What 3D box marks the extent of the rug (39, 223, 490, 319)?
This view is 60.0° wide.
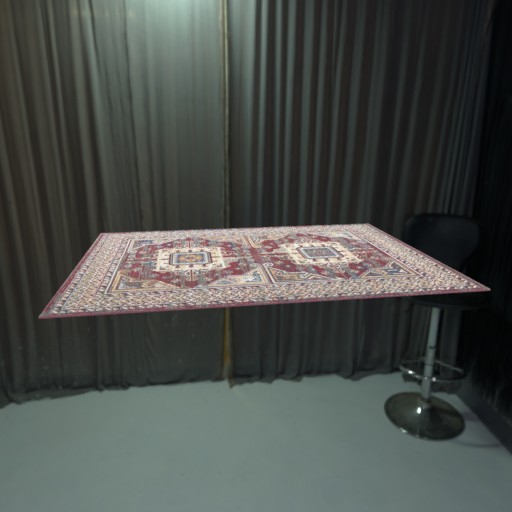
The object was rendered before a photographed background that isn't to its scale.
[{"bbox_3d":[0.000,0.000,2.891,2.210,0.011,1.599,-3,17,-9],"label":"rug"}]
